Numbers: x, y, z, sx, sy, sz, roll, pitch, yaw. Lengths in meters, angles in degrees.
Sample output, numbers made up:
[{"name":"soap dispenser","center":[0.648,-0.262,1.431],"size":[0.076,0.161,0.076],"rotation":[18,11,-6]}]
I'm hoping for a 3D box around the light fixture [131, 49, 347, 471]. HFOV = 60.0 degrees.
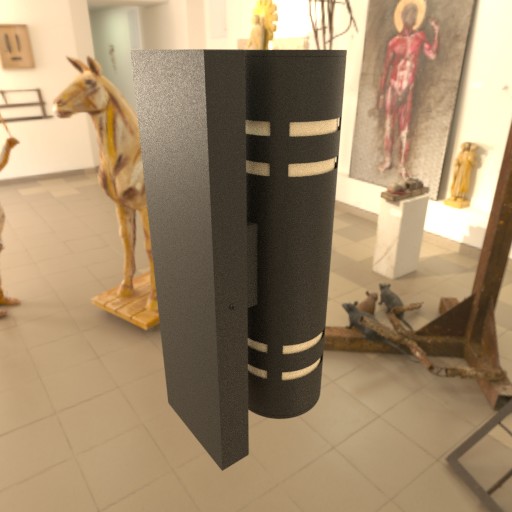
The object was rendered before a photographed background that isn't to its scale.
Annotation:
[{"name":"light fixture","center":[0.000,0.000,0.392],"size":[0.149,0.330,0.105],"rotation":[-17,30,-33]}]
